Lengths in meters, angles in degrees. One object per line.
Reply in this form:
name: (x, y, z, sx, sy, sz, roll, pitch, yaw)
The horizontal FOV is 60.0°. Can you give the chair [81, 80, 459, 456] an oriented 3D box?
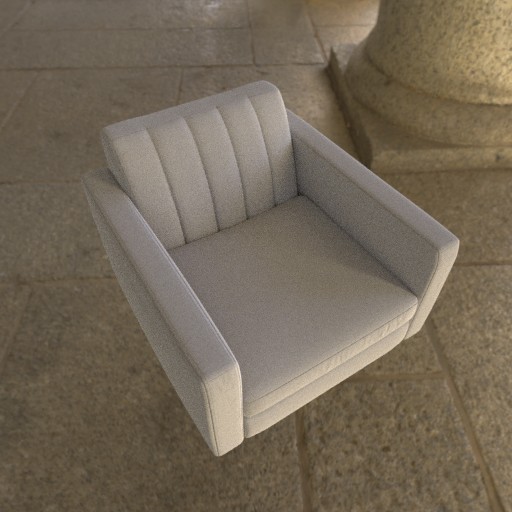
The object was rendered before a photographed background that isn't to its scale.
chair: (0.000, 0.000, 1.651, 0.953, 0.819, 0.998, -25, 52, -21)
